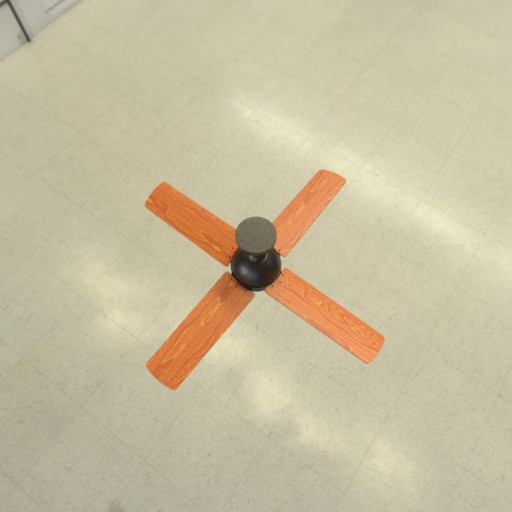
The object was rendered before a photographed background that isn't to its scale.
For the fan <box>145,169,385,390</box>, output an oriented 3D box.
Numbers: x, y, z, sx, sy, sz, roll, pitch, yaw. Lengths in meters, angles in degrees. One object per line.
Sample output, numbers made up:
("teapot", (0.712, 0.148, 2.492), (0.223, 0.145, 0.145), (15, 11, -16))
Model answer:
("fan", (0.000, 0.000, 1.985), (1.332, 0.403, 1.332), (35, 69, 16))
